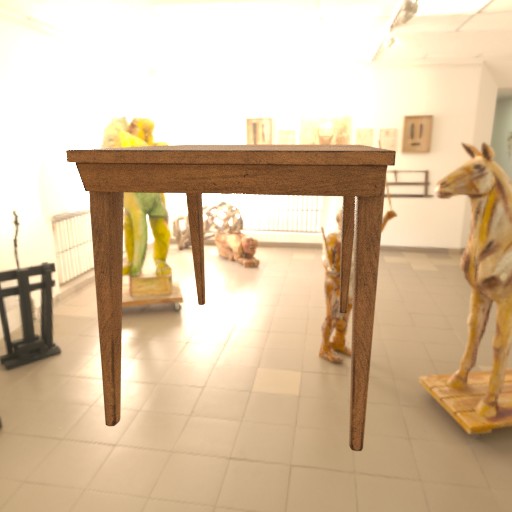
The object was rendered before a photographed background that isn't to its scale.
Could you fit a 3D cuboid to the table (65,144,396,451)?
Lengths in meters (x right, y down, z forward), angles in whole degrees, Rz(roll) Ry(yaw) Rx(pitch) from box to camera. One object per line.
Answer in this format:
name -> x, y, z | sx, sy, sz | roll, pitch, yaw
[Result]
table -> 0.000, 0.000, 1.583 | 0.757, 0.760, 1.027 | 2, 15, 8
